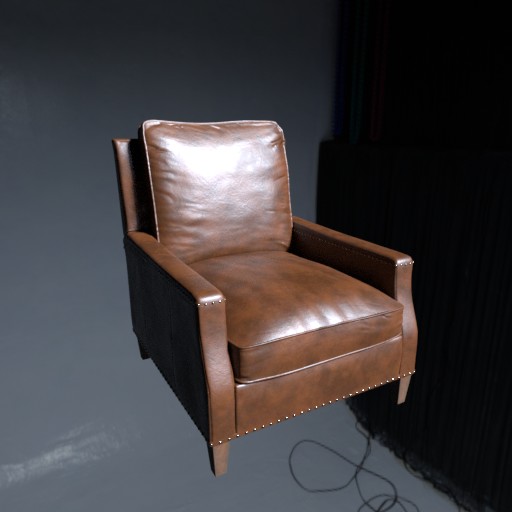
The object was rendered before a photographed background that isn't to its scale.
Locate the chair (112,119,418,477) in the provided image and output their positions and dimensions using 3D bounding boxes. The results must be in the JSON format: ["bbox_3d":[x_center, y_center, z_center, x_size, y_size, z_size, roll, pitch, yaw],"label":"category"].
[{"bbox_3d":[0.000,0.000,1.779,0.854,1.054,1.035,-9,18,-28],"label":"chair"}]
